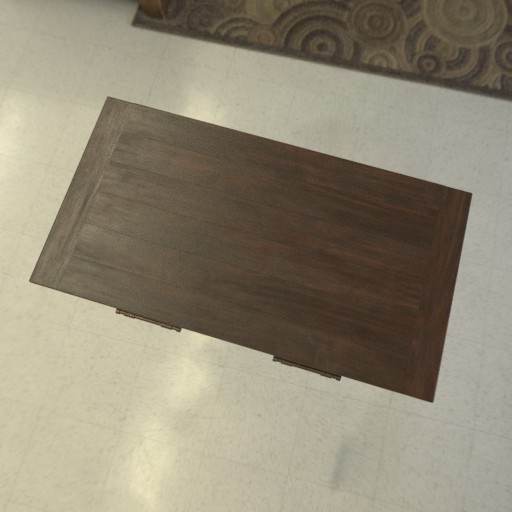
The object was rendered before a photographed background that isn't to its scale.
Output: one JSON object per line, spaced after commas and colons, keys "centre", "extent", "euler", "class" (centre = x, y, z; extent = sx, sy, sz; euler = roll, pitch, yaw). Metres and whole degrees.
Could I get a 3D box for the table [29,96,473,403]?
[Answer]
{"centre": [0.000, 0.000, 1.642], "extent": [1.270, 0.494, 0.700], "euler": [16, 77, 4], "class": "table"}
